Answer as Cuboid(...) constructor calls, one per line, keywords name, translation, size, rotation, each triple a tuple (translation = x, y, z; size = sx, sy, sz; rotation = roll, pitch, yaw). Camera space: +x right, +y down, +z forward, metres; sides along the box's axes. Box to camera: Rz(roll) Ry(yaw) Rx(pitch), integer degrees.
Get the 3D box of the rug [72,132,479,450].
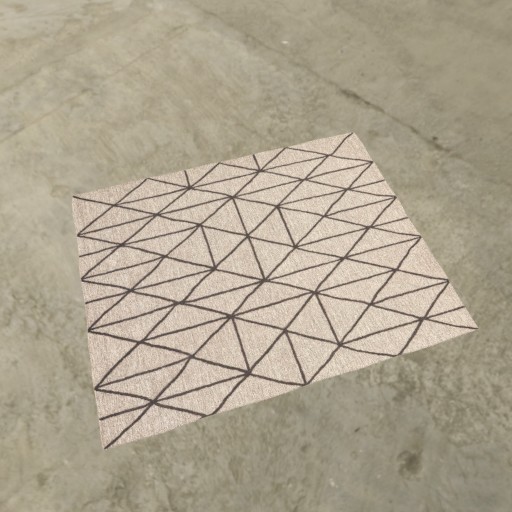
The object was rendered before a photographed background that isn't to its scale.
Cuboid(name="rug", translation=(0.000, 0.000, 3.989), size=(3.061, 0.022, 2.468), rotation=(-15, 58, -9))
